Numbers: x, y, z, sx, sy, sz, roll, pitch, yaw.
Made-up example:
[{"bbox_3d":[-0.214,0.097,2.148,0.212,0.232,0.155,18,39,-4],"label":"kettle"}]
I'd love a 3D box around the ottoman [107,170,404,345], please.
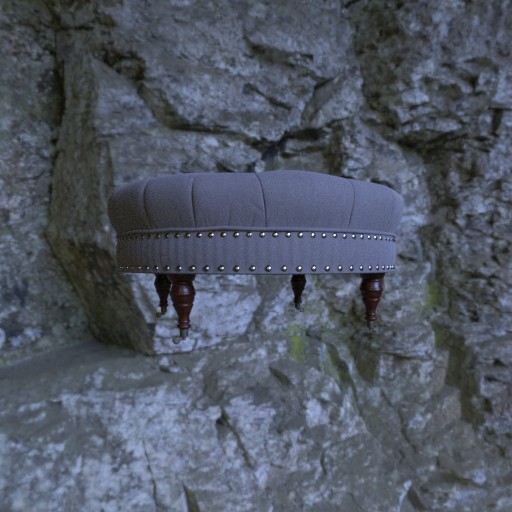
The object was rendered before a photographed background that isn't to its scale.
[{"bbox_3d":[0.000,0.000,1.415,0.901,0.439,0.901,0,-1,0],"label":"ottoman"}]
